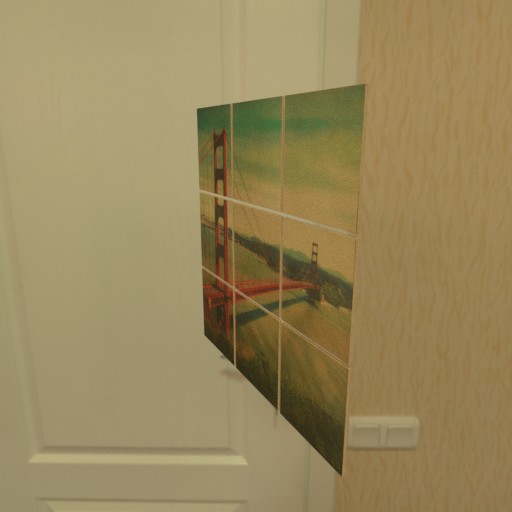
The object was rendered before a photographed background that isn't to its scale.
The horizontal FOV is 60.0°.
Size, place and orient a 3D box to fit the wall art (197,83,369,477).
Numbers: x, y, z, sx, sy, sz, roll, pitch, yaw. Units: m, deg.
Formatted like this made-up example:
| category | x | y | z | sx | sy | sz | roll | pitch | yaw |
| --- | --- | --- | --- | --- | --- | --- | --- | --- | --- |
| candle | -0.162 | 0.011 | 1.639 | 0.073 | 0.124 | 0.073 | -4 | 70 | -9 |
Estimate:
| category | x | y | z | sx | sy | sz | roll | pitch | yaw |
| --- | --- | --- | --- | --- | --- | --- | --- | --- | --- |
| wall art | 0.000 | 0.000 | 2.264 | 0.014 | 1.507 | 1.519 | -8 | 17 | -27 |
